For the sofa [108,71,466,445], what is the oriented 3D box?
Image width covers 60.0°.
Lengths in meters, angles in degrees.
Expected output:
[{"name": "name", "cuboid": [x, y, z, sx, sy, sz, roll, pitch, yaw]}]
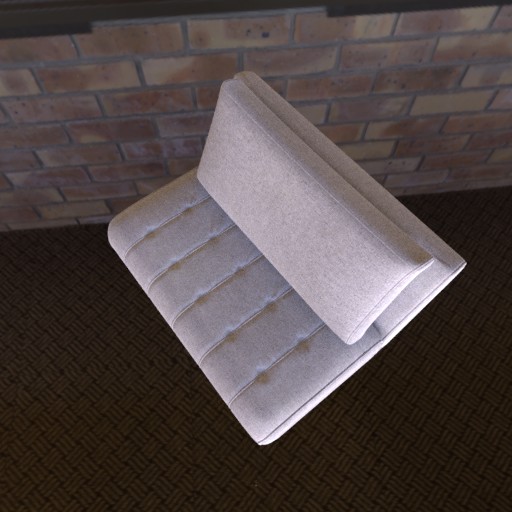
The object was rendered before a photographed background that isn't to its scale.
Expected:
[{"name": "sofa", "cuboid": [0.000, 0.000, 1.902, 0.910, 0.910, 1.220, -35, 68, -16]}]
